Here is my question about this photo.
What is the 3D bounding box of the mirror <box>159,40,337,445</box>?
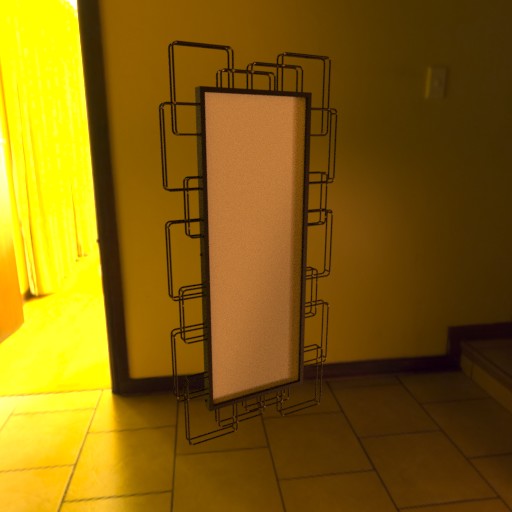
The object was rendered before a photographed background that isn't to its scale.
[{"bbox_3d":[0.000,0.000,1.392,0.565,1.192,0.037,-8,16,-27],"label":"mirror"}]
